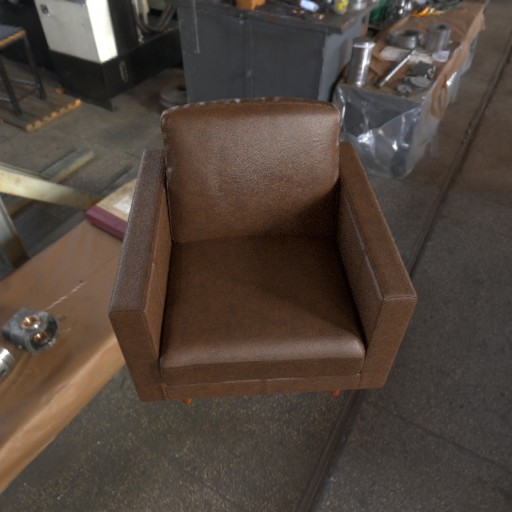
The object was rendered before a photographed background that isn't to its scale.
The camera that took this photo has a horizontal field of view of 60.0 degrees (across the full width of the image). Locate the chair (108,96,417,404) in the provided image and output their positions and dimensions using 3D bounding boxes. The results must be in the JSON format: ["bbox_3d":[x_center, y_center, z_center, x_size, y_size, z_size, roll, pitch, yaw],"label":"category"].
[{"bbox_3d":[0.000,0.000,1.692,0.890,0.956,0.909,-3,45,-3],"label":"chair"}]
